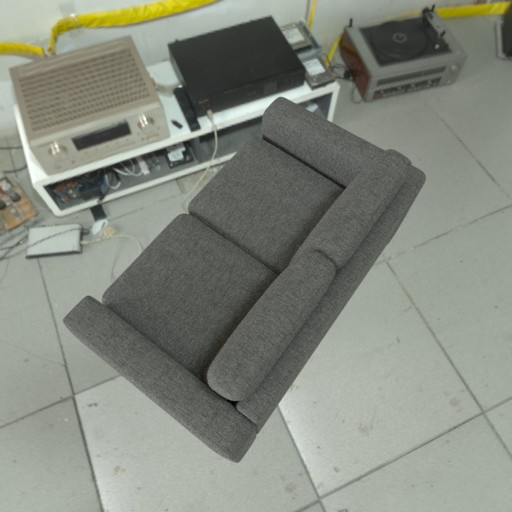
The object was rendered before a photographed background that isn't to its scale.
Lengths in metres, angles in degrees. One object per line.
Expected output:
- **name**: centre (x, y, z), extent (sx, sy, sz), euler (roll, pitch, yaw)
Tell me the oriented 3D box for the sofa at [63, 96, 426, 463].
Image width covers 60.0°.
- **sofa**: centre (0.000, 0.000, 2.046), extent (0.900, 0.800, 1.520), euler (33, 68, 15)
